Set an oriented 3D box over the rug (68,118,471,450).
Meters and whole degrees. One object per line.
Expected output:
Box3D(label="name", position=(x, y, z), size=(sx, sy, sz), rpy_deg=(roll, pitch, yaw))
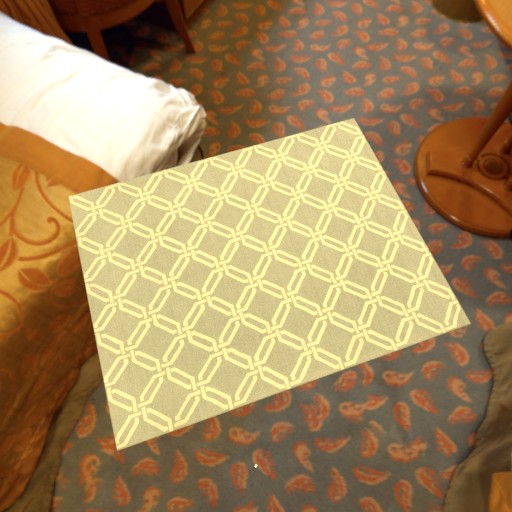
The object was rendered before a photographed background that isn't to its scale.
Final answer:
Box3D(label="rug", position=(0.000, 0.000, 3.848), size=(2.895, 0.018, 2.288), rpy_deg=(-17, 66, -8))
